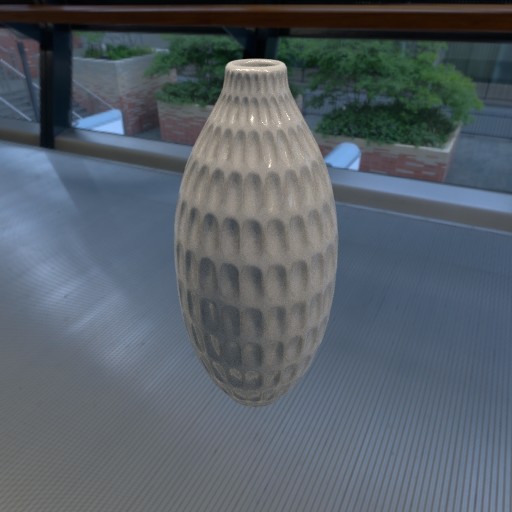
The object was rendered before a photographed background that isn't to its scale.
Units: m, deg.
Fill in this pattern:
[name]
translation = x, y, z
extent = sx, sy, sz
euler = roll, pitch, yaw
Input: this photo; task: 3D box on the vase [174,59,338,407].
[vase]
translation = 0.000, 0.000, 0.350
extent = 0.127, 0.282, 0.127
euler = 0, 31, 0
